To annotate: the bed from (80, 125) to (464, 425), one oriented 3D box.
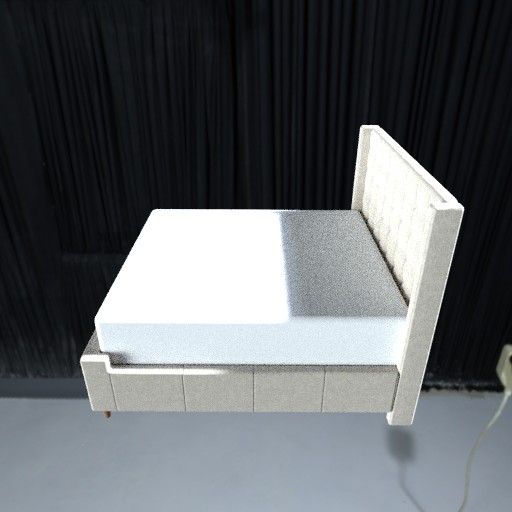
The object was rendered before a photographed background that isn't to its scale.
[{"bbox_3d":[0.000,0.000,3.753,2.370,1.743,2.045,0,29,0],"label":"bed"}]
